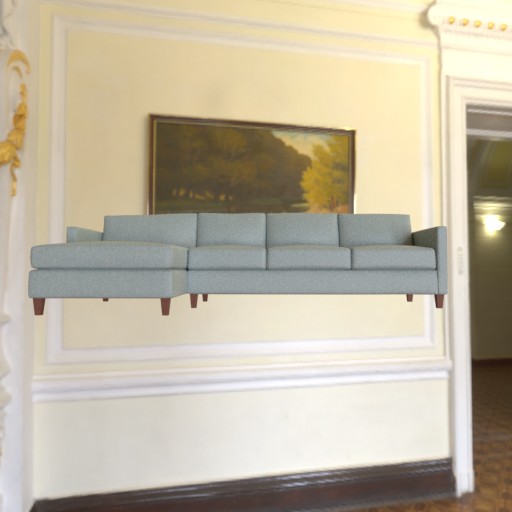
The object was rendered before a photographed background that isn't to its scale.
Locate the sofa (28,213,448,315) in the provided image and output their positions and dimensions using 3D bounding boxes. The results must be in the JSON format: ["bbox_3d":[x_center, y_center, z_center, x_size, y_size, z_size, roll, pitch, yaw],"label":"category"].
[{"bbox_3d":[0.000,0.000,4.133,3.470,0.953,1.600,0,-2,1],"label":"sofa"}]
